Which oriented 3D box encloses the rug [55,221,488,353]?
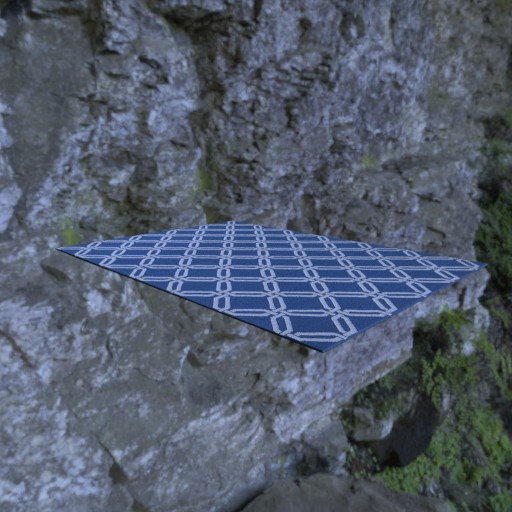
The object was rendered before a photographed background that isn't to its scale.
[{"bbox_3d":[0.000,0.000,4.198,3.342,0.018,2.432,13,19,43],"label":"rug"}]
